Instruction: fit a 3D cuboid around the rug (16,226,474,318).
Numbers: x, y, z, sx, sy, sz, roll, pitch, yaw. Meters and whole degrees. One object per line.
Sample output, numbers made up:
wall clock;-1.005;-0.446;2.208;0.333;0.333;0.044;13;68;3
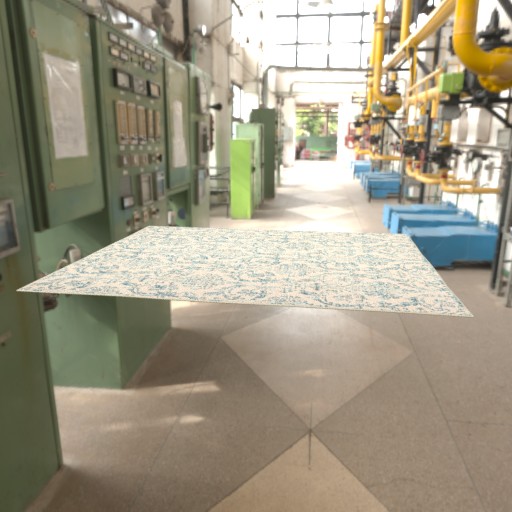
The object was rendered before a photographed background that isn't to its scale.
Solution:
rug;0.000;0.000;3.963;2.980;0.012;2.363;2;15;9
